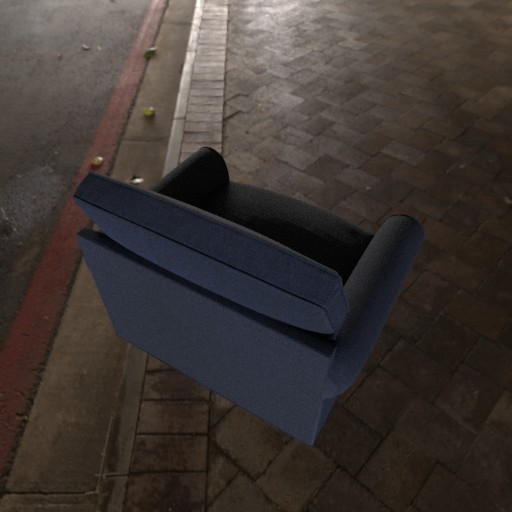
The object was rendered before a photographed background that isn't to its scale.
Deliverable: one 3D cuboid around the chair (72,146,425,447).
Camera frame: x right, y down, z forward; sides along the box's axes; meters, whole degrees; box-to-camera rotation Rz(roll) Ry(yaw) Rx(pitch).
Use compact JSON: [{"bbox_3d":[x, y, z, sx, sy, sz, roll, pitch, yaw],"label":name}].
[{"bbox_3d":[0.000,0.000,2.045,1.285,1.044,0.963,23,50,21],"label":"chair"}]
